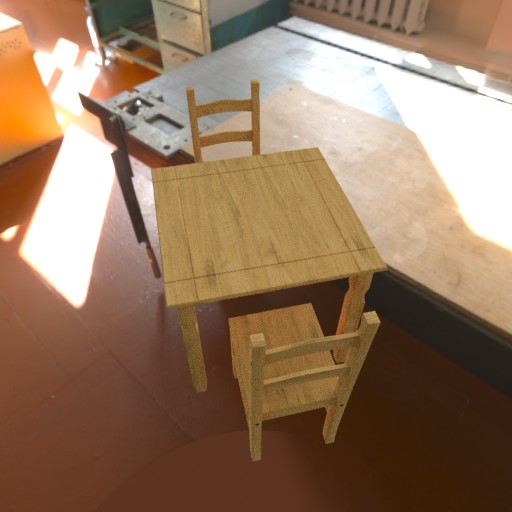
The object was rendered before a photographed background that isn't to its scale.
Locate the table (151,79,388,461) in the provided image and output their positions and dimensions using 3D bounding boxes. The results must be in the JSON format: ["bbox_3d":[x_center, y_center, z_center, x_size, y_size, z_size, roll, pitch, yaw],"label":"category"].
[{"bbox_3d":[0.000,0.000,2.037,0.813,0.942,1.501,-10,48,-9],"label":"table"}]
